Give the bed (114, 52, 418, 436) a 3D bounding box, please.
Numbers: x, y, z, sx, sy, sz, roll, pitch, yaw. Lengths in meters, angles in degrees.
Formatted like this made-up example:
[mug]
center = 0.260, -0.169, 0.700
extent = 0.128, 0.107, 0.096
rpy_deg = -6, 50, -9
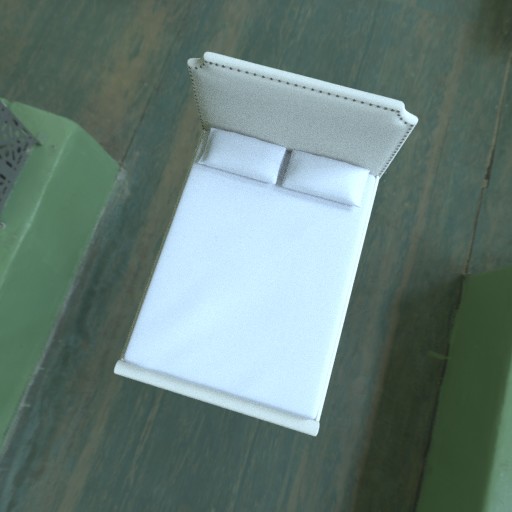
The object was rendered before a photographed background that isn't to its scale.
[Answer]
[bed]
center = 0.000, 0.000, 3.488
extent = 1.712, 1.443, 2.372
rpy_deg = 16, 77, 4
